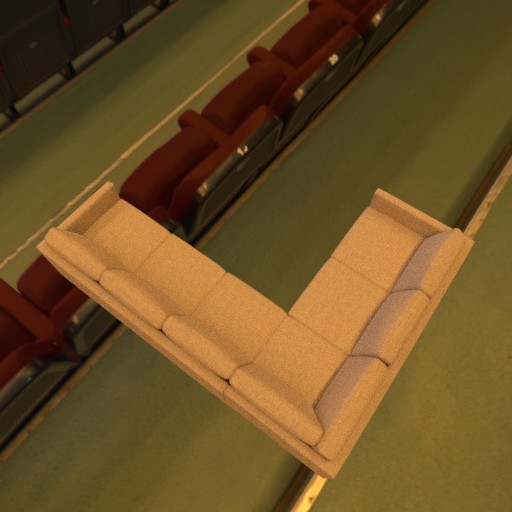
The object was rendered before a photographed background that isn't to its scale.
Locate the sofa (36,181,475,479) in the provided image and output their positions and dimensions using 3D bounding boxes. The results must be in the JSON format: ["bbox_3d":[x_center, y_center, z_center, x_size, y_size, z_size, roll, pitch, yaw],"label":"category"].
[{"bbox_3d":[0.000,0.000,4.230,3.182,0.863,2.432,33,68,16],"label":"sofa"}]
